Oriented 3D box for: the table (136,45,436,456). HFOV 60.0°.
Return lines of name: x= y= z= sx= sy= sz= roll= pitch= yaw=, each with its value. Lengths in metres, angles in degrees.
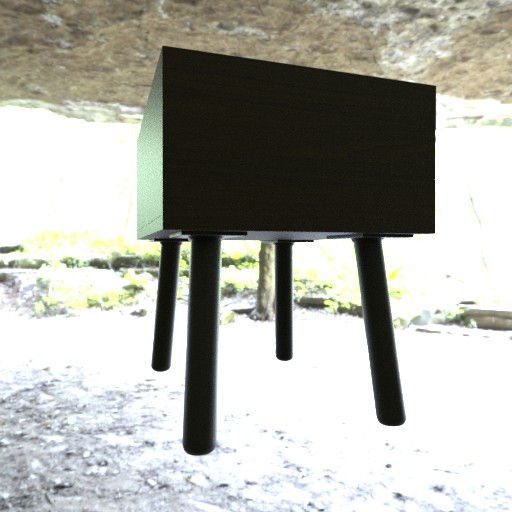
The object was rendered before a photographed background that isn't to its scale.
table: x=0.000 y=0.000 z=0.764 sx=0.370 sy=0.470 sz=0.450 roll=0 pitch=1 yaw=-19
